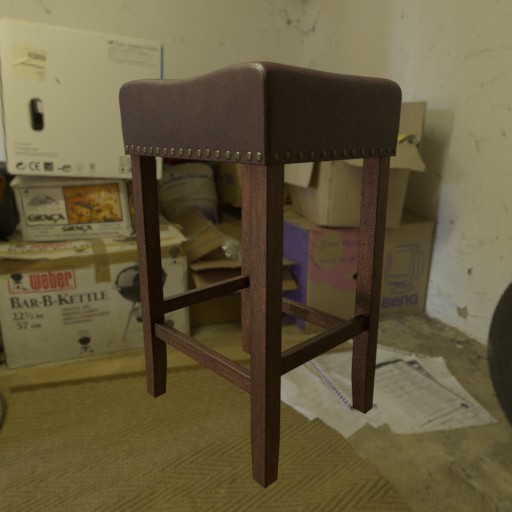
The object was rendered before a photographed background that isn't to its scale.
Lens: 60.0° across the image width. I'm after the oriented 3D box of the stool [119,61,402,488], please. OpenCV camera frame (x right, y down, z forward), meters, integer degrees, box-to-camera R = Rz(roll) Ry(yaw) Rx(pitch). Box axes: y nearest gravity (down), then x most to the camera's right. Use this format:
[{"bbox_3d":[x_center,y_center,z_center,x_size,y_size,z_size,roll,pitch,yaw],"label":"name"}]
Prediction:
[{"bbox_3d":[0.000,0.000,1.031,0.401,0.769,0.465,-14,21,-41],"label":"stool"}]
